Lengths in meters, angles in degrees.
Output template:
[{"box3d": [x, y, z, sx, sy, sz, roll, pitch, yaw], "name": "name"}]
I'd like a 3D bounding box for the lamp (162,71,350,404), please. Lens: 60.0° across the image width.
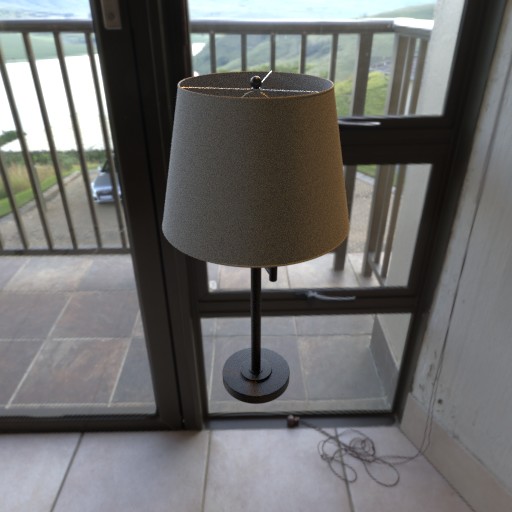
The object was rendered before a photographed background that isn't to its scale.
[{"box3d": [0.000, 0.000, 0.916, 0.363, 0.696, 0.363, 0, 30, 0], "name": "lamp"}]
